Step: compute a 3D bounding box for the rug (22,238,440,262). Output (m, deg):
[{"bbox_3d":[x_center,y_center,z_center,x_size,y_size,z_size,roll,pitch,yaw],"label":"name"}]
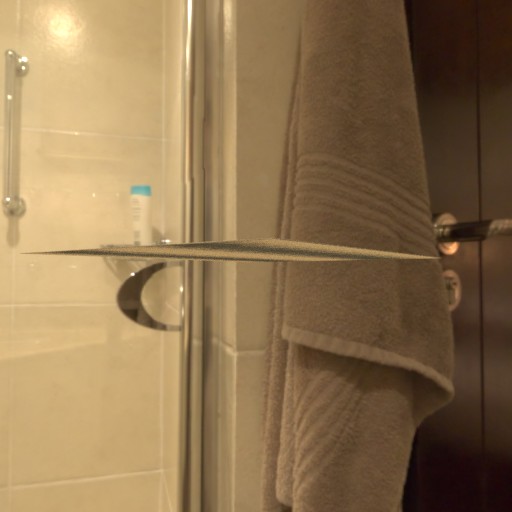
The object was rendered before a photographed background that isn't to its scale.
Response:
[{"bbox_3d":[0.000,0.000,4.015,2.453,0.004,3.037,-2,-3,37],"label":"rug"}]
